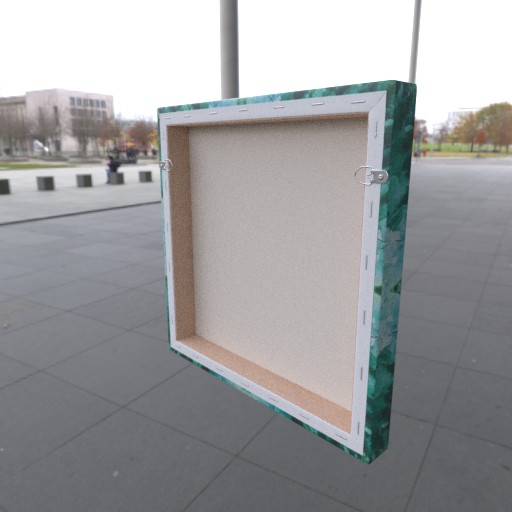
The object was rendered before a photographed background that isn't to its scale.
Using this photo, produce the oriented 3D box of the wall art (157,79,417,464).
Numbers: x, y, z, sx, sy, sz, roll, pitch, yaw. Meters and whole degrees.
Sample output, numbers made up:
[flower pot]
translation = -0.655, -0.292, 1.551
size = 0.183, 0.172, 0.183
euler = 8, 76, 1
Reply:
[wall art]
translation = 0.000, 0.000, 0.464
size = 0.033, 0.313, 0.313
euler = -13, 19, -42
